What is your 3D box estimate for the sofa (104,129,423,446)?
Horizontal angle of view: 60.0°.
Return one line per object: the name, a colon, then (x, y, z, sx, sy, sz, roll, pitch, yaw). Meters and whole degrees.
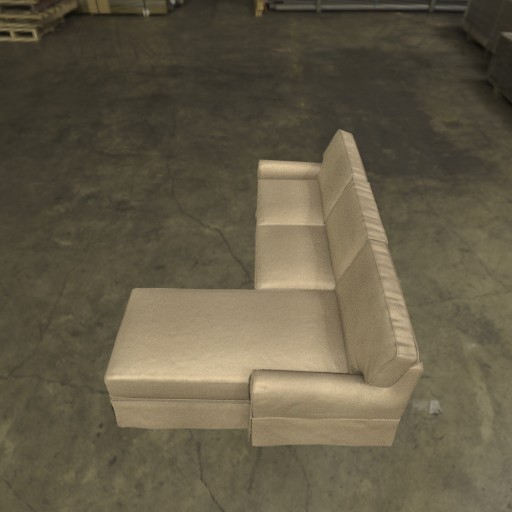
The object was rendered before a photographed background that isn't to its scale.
sofa: (0.000, 0.000, 3.303, 1.733, 0.978, 2.475, 1, 41, 1)
